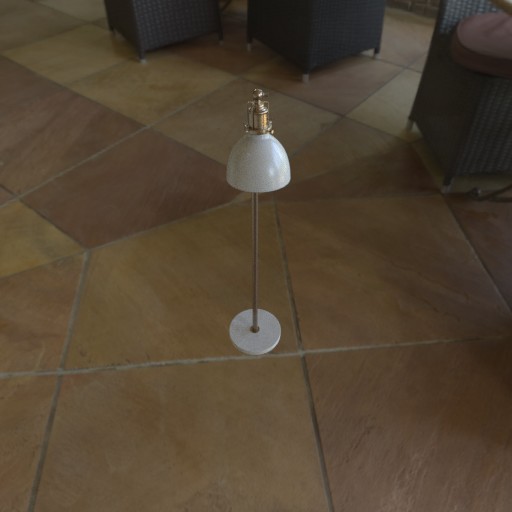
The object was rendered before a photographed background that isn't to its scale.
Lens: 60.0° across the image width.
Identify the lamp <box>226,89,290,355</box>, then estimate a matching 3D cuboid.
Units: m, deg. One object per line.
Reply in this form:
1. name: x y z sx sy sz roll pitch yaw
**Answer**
1. lamp: 0.000 0.000 1.823 0.288 1.586 0.599 -2 47 -1
